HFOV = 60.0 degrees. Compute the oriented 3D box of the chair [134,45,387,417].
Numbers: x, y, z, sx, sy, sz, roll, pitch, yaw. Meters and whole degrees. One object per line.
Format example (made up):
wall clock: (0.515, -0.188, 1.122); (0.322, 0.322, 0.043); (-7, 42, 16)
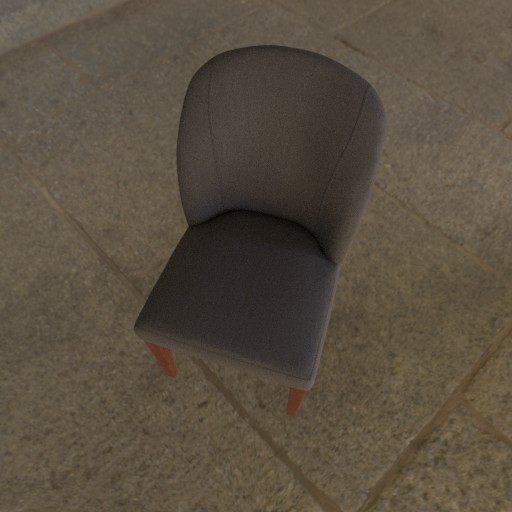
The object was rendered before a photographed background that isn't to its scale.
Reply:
chair: (0.000, 0.000, 1.240); (0.506, 0.879, 0.619); (15, 59, 9)
